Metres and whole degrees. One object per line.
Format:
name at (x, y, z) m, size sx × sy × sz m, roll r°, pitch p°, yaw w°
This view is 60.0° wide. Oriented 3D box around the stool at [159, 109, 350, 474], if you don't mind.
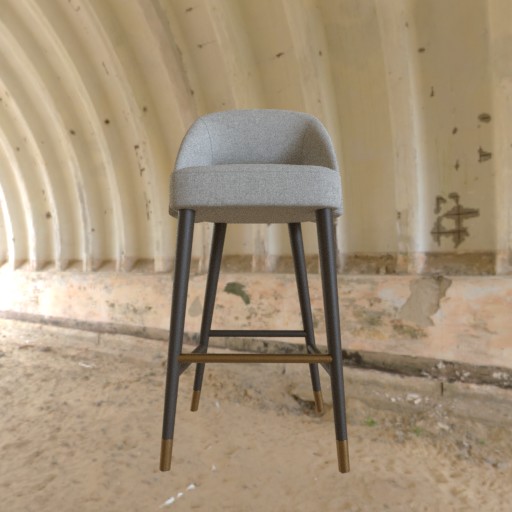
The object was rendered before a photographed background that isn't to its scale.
stool at (0.000, 0.000, 1.307) m, size 0.494 × 1.037 × 0.509 m, roll 0°, pitch -1°, yaw 1°
